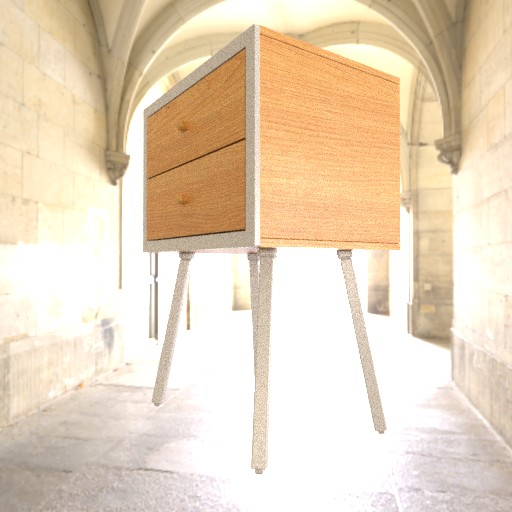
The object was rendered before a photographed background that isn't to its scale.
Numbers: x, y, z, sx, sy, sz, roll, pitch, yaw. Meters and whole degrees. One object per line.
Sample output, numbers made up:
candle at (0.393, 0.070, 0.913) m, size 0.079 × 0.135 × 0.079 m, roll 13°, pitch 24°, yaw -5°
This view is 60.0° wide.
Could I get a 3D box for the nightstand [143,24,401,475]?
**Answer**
nightstand at (0.000, 0.000, 0.820) m, size 0.316 × 0.601 × 0.400 m, roll 1°, pitch -1°, yaw -35°
